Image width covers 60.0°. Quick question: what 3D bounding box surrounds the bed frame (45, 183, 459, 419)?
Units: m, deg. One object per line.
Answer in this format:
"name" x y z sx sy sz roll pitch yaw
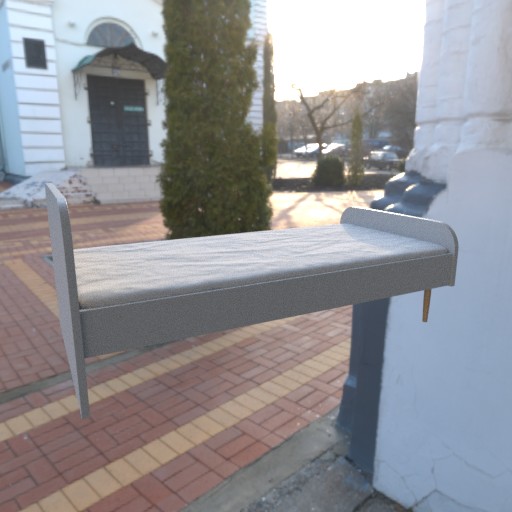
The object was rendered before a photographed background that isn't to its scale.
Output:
"bed frame" 0.000 0.000 2.407 1.963 0.805 0.998 -7 15 -27
